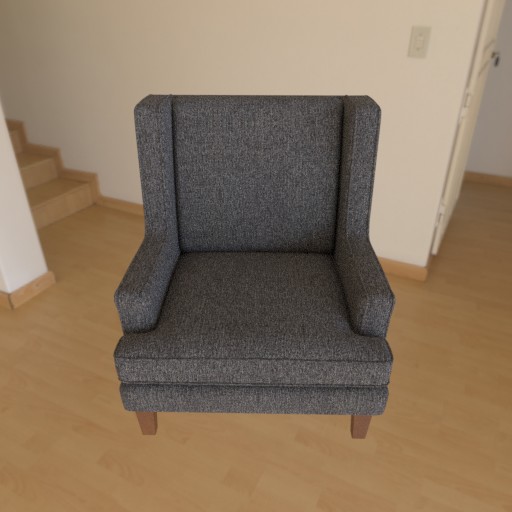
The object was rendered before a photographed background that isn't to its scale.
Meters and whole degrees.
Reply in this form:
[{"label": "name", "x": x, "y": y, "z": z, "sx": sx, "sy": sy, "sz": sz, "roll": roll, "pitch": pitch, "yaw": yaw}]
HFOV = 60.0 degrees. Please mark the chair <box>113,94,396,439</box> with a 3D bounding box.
[{"label": "chair", "x": 0.000, "y": 0.000, "z": 1.760, "sx": 0.942, "sy": 1.082, "sz": 0.927, "roll": 1, "pitch": 30, "yaw": 1}]
